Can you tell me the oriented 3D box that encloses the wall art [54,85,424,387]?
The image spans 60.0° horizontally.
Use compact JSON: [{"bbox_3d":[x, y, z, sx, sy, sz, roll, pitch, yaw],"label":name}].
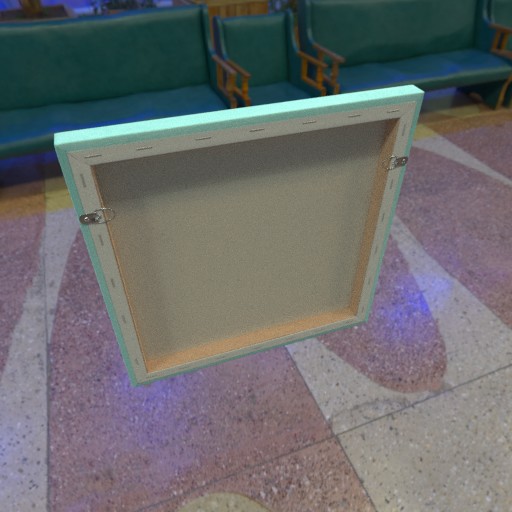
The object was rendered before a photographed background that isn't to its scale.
[{"bbox_3d":[0.000,0.000,1.136,0.765,0.766,0.054,-13,43,-14],"label":"wall art"}]
